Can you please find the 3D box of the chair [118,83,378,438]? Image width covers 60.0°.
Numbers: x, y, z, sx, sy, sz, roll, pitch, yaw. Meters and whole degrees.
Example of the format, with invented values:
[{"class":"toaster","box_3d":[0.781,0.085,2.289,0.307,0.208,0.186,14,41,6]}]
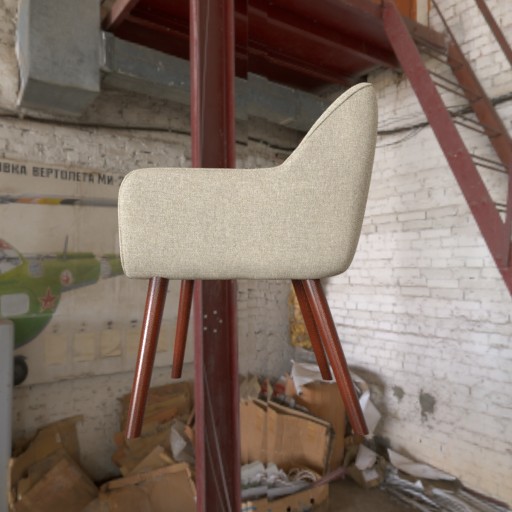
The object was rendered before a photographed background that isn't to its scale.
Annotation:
[{"class":"chair","box_3d":[0.000,0.000,1.256,0.610,0.813,0.610,0,-2,0]}]
